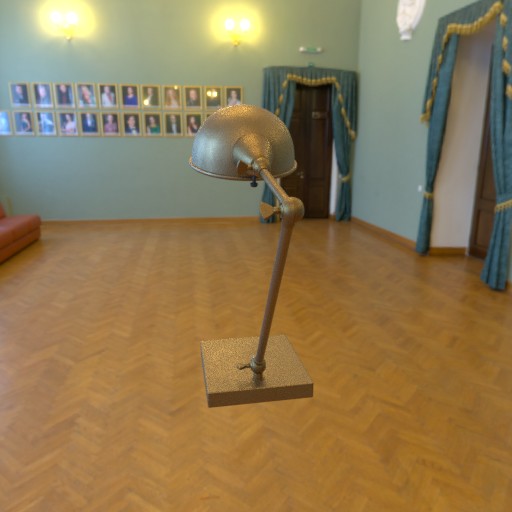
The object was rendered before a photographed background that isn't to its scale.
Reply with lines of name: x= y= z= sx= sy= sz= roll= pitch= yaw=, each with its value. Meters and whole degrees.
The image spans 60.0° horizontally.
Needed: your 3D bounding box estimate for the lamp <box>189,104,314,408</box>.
lamp: x=0.000 y=0.000 z=0.546 sx=0.149 sy=0.371 sz=0.339 roll=-3 pitch=14 yaw=-10
